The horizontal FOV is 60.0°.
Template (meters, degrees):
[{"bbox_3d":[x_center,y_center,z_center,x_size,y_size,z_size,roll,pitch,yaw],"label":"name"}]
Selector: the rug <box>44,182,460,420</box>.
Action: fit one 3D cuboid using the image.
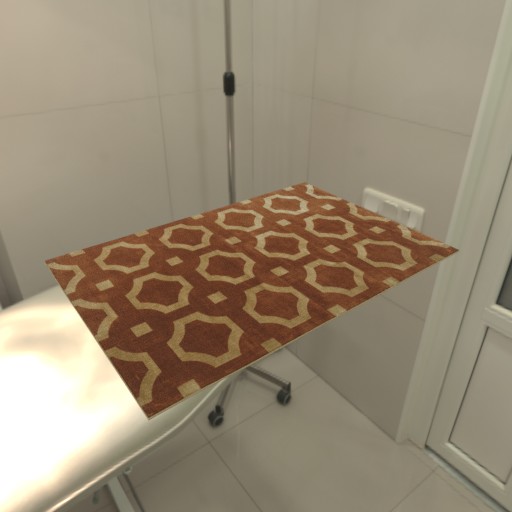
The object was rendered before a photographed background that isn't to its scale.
[{"bbox_3d":[0.000,0.000,2.942,2.286,0.016,1.555,-21,37,-31],"label":"rug"}]
